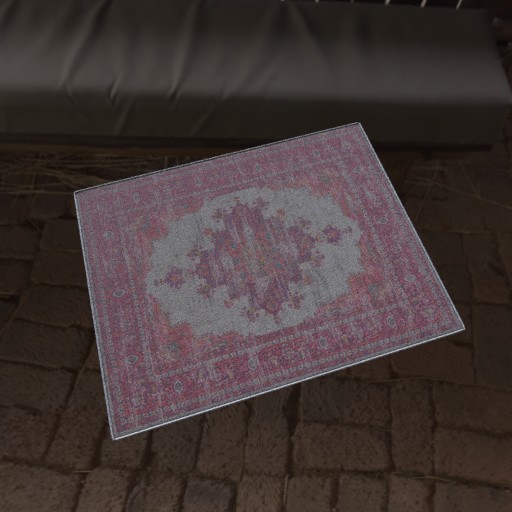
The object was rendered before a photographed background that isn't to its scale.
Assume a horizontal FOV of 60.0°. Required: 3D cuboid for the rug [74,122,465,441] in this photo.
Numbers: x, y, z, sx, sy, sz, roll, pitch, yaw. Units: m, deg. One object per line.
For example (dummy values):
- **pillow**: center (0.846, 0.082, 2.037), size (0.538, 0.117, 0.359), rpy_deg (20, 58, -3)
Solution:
- **rug**: center (0.000, 0.000, 4.194), size (3.123, 0.017, 2.447), rpy_deg (-15, 66, -7)
